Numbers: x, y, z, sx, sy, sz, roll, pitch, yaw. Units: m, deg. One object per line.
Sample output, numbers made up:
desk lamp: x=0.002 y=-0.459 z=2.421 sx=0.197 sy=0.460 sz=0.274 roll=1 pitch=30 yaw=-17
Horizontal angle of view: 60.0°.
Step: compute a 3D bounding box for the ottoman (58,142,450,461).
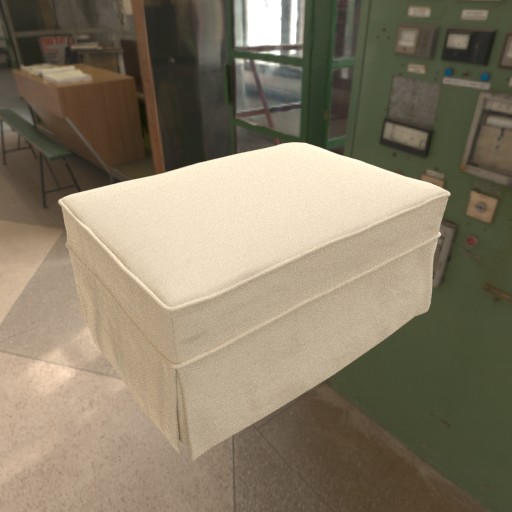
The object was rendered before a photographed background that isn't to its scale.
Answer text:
ottoman: x=0.000 y=0.000 z=1.328 sx=0.944 sy=0.479 sz=0.703 roll=-22 pitch=37 yaw=-32
